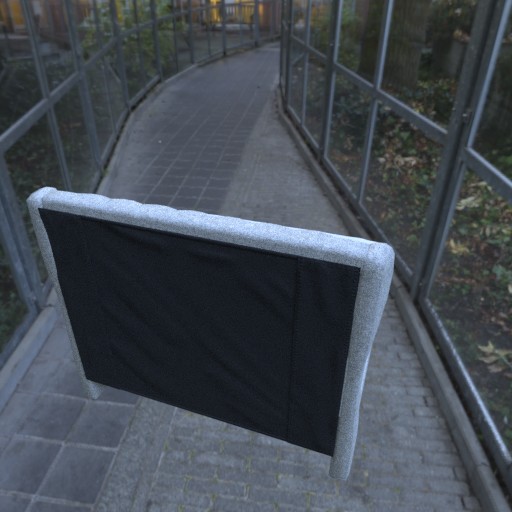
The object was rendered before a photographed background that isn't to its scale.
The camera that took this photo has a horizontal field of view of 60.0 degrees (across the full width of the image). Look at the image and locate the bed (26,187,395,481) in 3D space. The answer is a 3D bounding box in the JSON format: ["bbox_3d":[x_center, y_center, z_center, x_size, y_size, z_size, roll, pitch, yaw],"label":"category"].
[{"bbox_3d":[0.000,0.000,3.757,2.219,1.771,2.347,11,33,17],"label":"bed"}]
